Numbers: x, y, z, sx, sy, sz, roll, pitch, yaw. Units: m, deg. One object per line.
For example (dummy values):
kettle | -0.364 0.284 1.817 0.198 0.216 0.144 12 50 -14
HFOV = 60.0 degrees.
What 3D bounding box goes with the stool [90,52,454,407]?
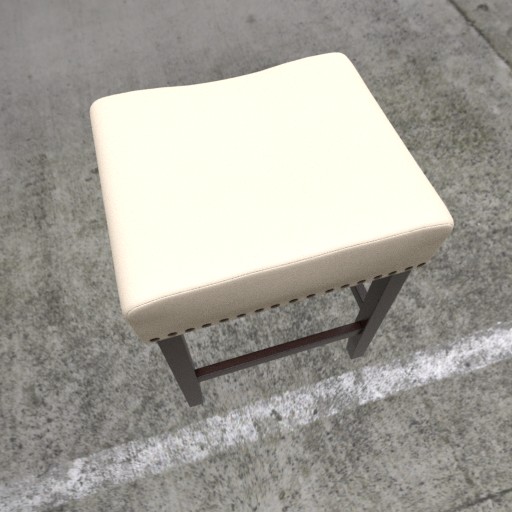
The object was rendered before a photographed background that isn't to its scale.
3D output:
stool | 0.000 0.000 0.921 0.471 0.609 0.401 -15 60 -9
